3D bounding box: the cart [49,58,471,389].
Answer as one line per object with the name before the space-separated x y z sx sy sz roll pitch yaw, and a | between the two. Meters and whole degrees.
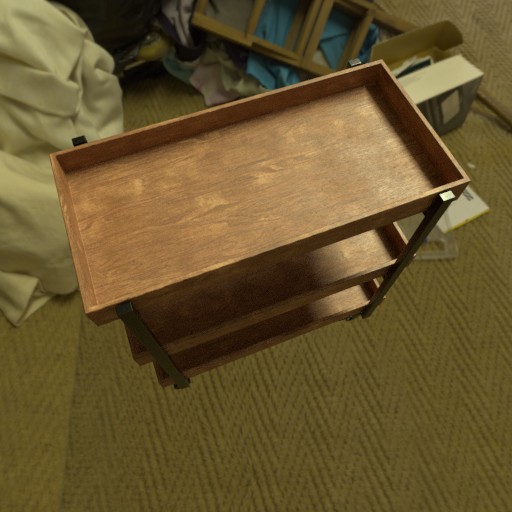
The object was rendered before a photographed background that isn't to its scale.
cart | 0.000 0.000 1.228 0.750 0.800 0.411 -19 65 -9
